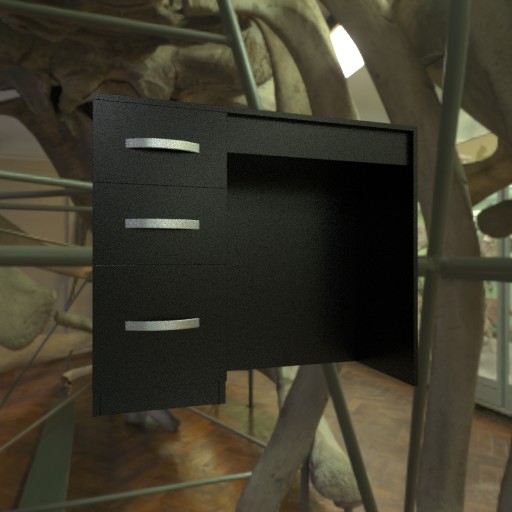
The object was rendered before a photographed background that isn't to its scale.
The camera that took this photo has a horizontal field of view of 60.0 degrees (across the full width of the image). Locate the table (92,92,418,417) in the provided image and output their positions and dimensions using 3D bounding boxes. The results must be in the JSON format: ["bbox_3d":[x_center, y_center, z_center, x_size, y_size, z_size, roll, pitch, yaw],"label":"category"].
[{"bbox_3d":[0.000,0.000,1.366,0.930,0.790,0.380,0,0,-17],"label":"table"}]
